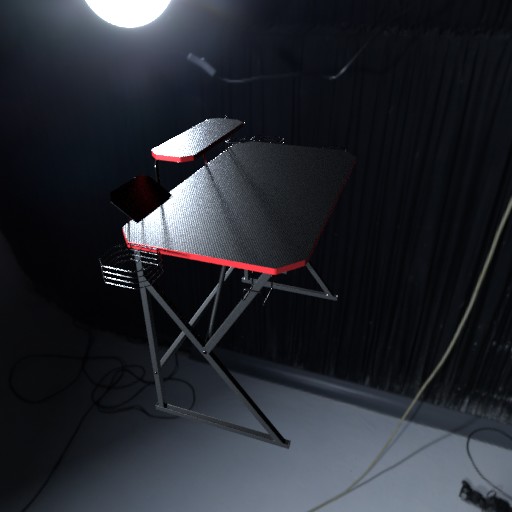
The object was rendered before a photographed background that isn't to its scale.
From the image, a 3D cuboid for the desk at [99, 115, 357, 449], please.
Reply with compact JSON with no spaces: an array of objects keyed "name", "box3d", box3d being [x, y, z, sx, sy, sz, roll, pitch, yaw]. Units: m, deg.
[{"name":"desk","box3d":[0.000,0.000,1.738,0.588,0.913,1.280,10,32,17]}]
